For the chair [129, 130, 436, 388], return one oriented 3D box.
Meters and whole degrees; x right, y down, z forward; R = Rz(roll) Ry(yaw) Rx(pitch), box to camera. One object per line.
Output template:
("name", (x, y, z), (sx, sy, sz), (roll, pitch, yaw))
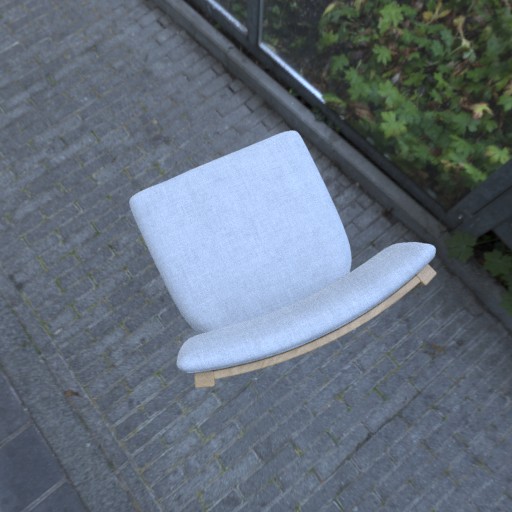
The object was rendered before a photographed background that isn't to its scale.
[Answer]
("chair", (0.000, 0.000, 1.185), (0.508, 0.832, 0.572), (-24, 76, -6))
